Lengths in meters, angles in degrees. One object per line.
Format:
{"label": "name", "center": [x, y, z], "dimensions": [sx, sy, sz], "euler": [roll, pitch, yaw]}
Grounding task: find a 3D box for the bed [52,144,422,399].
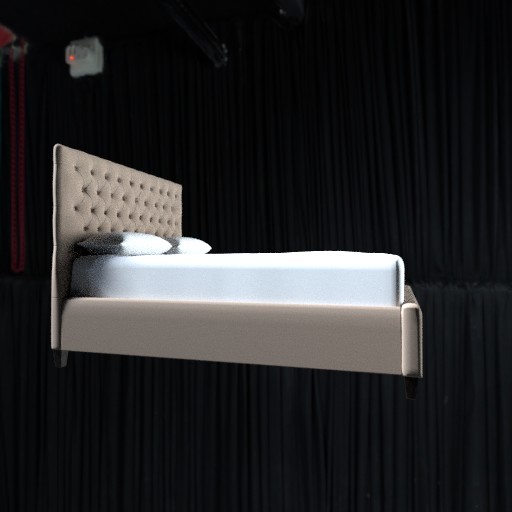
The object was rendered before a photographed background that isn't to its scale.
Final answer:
{"label": "bed", "center": [0.000, 0.000, 3.291], "dimensions": [2.233, 1.426, 1.696], "euler": [0, 0, 18]}
